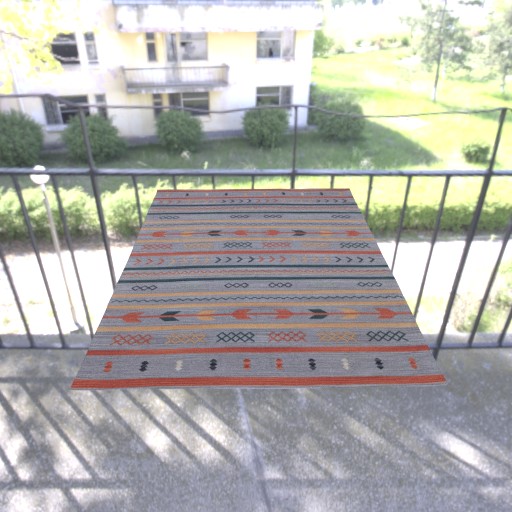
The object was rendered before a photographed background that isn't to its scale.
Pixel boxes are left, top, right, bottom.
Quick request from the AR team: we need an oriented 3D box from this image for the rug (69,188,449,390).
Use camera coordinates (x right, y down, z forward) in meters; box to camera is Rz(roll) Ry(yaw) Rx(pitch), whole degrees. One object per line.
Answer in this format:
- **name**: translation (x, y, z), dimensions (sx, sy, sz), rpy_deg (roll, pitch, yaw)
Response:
- **rug**: translation (0.000, 0.000, 3.917), dimensions (2.263, 0.022, 3.029), rpy_deg (-1, 31, -1)
